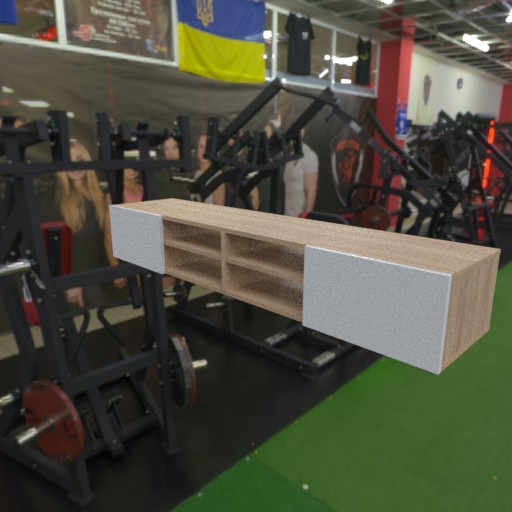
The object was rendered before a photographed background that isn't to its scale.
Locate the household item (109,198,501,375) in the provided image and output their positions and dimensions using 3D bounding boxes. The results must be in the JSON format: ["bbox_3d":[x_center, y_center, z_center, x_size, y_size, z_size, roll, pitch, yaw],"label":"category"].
[{"bbox_3d":[0.000,0.000,1.982,1.850,0.310,0.420,14,20,43],"label":"household item"}]
